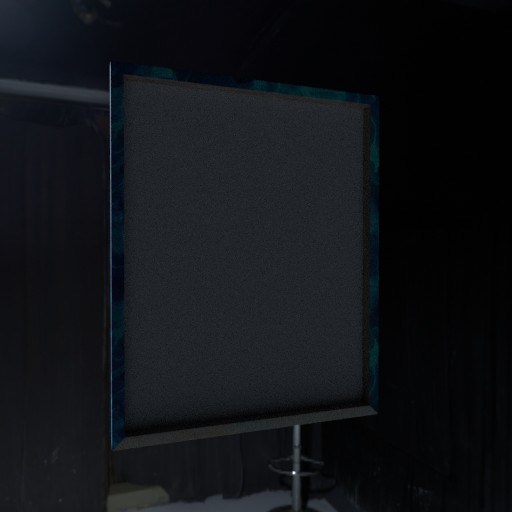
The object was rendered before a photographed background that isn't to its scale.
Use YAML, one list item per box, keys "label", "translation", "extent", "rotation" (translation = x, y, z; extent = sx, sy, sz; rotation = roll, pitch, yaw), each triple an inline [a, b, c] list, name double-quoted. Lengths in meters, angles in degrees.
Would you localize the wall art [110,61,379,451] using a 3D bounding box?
- label: "wall art"
  translation: [0.000, 0.000, 0.980]
  extent: [0.609, 0.760, 0.038]
  rotation: [0, 1, -19]
